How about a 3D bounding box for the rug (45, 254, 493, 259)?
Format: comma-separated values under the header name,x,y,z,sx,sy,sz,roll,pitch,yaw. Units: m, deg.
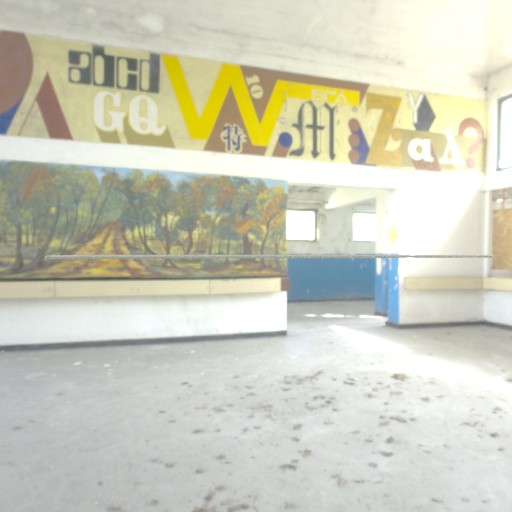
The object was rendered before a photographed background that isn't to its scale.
name,x,y,z,sx,sy,sz,roll,pitch,yaw
rug,0.000,0.000,2.212,1.747,0.011,1.217,0,0,-17
